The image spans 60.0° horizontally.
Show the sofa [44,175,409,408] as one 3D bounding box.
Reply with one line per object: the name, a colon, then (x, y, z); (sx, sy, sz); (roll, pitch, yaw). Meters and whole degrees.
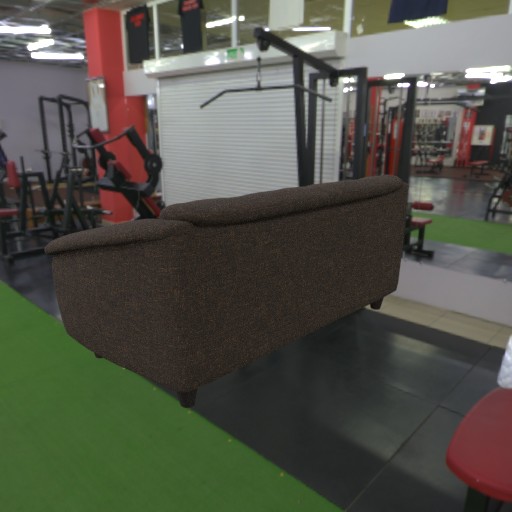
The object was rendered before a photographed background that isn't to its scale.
sofa: (0.000, 0.000, 2.295); (1.849, 0.790, 0.887); (-15, 22, -42)
